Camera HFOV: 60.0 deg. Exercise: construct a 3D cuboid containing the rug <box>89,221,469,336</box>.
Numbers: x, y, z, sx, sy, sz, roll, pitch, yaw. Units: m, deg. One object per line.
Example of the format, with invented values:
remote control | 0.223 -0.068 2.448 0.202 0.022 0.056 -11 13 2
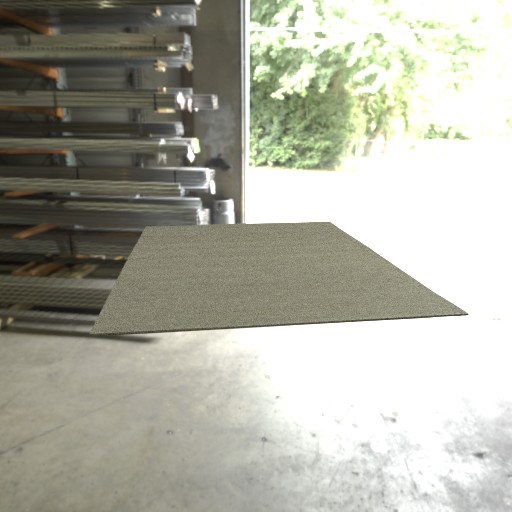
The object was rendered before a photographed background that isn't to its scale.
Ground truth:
rug | 0.000 0.000 4.870 2.757 0.051 3.626 -2 16 -7
